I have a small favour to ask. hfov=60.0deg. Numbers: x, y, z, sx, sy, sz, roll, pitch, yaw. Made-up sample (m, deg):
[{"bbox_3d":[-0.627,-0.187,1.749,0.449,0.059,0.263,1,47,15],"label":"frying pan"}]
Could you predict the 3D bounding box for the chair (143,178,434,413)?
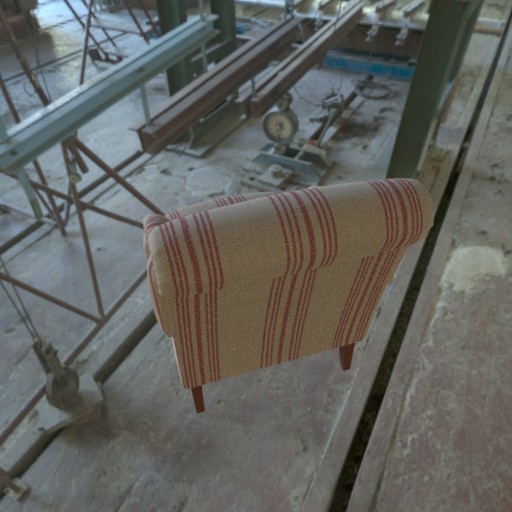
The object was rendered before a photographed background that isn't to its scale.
[{"bbox_3d":[0.000,0.000,1.936,0.933,1.123,1.058,-12,43,-13],"label":"chair"}]
